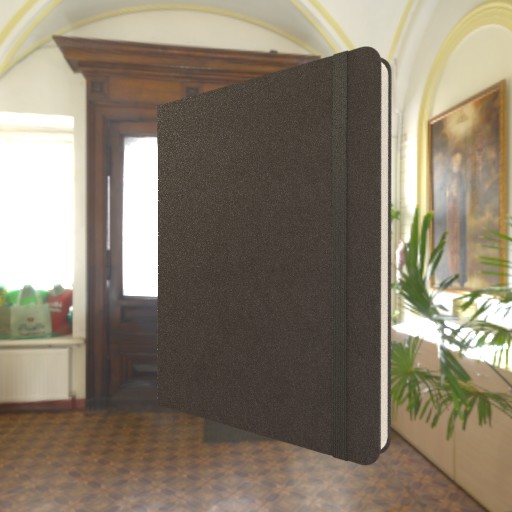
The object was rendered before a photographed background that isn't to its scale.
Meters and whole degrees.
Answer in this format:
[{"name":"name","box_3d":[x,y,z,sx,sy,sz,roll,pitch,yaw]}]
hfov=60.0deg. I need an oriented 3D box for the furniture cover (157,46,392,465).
[{"name":"furniture cover","box_3d":[0.000,0.000,0.361,0.216,0.281,0.023,0,0,36]}]
